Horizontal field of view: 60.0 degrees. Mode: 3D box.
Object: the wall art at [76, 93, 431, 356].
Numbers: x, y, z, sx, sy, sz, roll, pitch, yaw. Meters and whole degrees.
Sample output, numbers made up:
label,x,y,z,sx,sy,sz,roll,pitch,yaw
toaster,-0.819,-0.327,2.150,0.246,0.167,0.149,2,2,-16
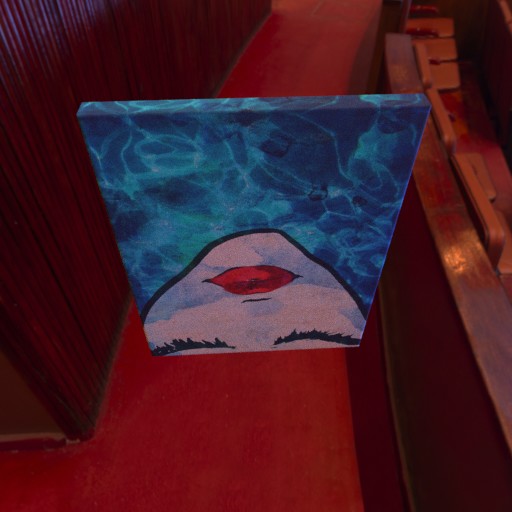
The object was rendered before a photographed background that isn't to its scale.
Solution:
label,x,y,z,sx,sy,sz,roll,pitch,yaw
wall art,0.000,0.000,0.872,0.508,0.635,0.038,-2,46,-2
